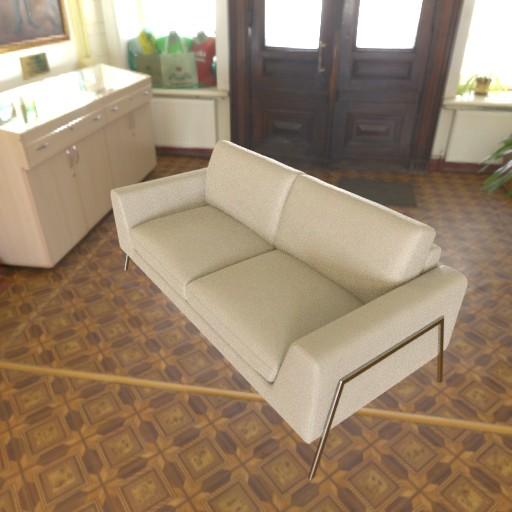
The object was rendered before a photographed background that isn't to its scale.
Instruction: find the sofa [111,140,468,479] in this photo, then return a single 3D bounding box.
[{"bbox_3d":[0.000,0.000,2.547,0.953,0.875,2.017,-20,36,-31],"label":"sofa"}]
